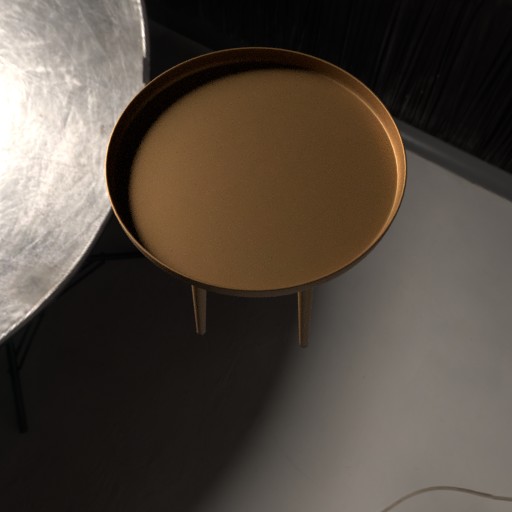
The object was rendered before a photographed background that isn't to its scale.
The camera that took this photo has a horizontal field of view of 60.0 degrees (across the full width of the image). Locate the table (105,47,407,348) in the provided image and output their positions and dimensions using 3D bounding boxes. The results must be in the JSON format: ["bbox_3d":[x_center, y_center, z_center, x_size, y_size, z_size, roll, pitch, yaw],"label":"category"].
[{"bbox_3d":[0.000,0.000,0.658,0.299,0.480,0.299,31,68,14],"label":"table"}]
